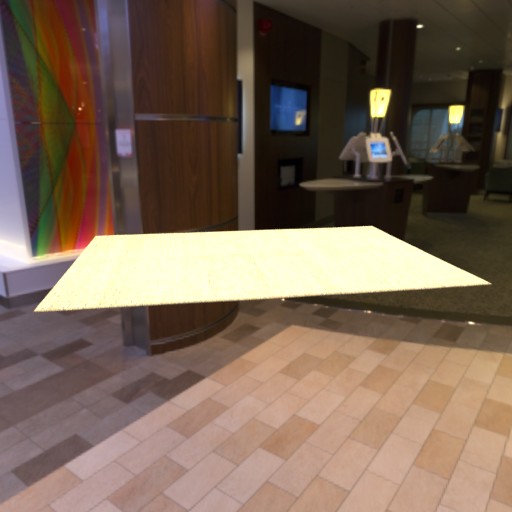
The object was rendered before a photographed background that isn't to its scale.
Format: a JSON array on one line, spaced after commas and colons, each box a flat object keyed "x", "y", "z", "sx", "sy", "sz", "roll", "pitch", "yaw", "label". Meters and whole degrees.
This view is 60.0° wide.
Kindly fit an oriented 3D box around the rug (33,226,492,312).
[{"x": 0.000, "y": 0.000, "z": 2.353, "sx": 1.850, "sy": 0.015, "sz": 1.250, "roll": -3, "pitch": 16, "yaw": -9, "label": "rug"}]
